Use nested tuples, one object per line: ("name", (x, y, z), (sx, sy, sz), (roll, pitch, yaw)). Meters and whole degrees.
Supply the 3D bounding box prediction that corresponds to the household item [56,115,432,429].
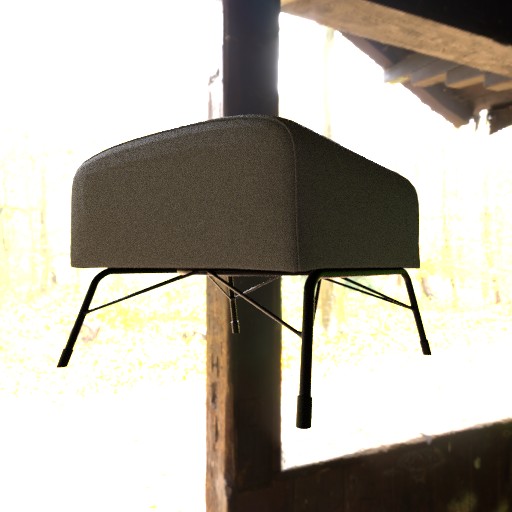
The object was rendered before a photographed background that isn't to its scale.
("household item", (0.000, 0.000, 0.874), (0.530, 0.410, 0.530), (-1, -2, 36))
